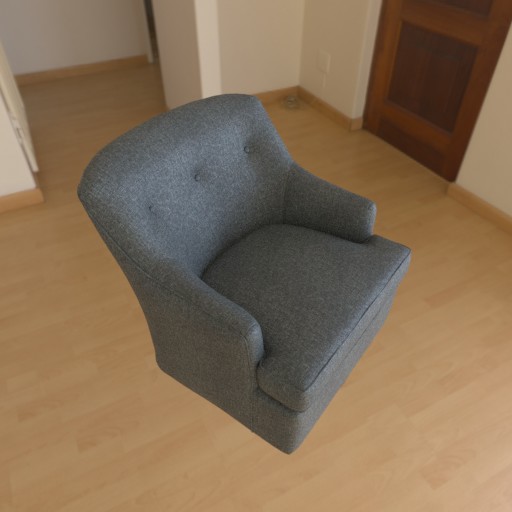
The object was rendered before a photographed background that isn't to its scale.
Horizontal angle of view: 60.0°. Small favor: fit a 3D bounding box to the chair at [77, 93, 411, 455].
[{"bbox_3d":[0.000,0.000,1.628,0.923,0.856,0.864,26,48,27],"label":"chair"}]
